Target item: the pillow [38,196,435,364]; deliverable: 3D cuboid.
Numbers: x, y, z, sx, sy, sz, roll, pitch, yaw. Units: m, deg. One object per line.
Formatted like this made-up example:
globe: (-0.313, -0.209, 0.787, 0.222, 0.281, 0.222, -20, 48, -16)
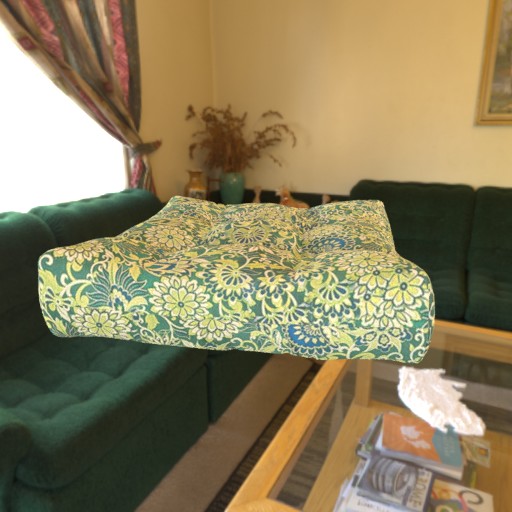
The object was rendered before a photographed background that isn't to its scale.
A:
pillow: (0.000, 0.000, 0.716, 0.468, 0.128, 0.490, 2, 16, 8)
